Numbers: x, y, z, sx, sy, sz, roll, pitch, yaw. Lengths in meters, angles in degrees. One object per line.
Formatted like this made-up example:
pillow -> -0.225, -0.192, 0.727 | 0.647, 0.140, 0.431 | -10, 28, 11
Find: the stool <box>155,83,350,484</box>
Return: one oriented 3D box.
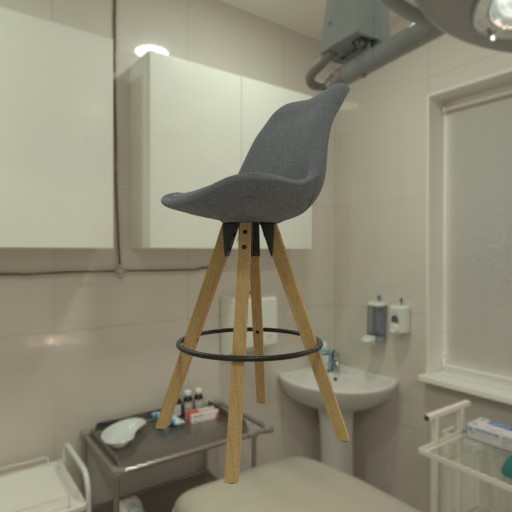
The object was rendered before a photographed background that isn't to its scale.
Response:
stool -> 0.000, 0.000, 1.398 | 0.550, 1.115, 0.485 | -1, 1, -36
